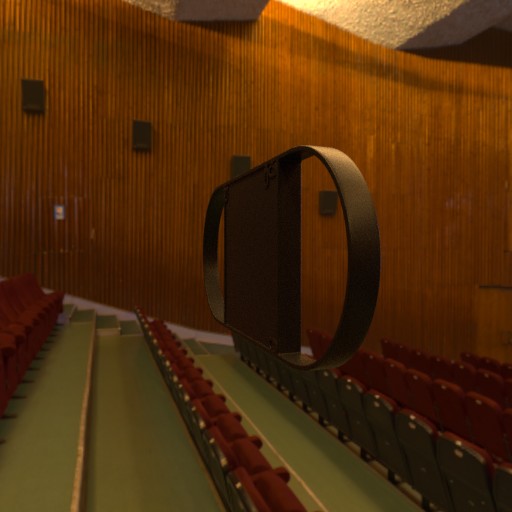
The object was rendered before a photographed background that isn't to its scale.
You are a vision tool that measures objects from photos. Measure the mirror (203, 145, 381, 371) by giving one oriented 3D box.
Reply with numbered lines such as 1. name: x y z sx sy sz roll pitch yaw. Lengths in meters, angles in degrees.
1. mirror: 0.000 0.000 0.670 0.032 0.254 0.584 0 1 -20
